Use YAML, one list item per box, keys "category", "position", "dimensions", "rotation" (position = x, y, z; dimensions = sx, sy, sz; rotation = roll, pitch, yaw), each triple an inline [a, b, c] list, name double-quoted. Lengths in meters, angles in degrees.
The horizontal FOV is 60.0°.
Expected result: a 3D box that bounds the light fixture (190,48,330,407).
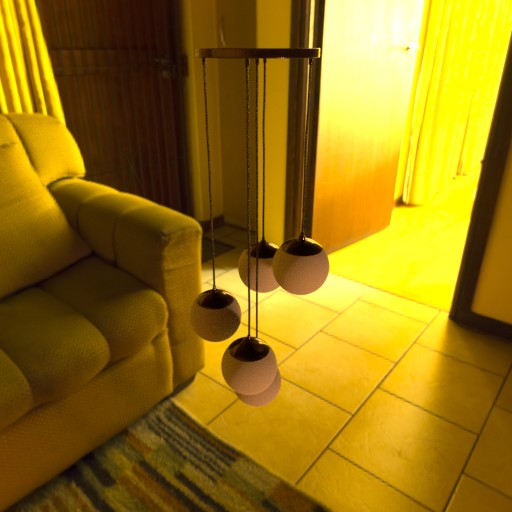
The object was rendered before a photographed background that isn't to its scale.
- category: "light fixture"
  position: [0.000, 0.000, 1.496]
  dimensions: [0.489, 1.271, 0.484]
  rotation: [9, 27, 17]
